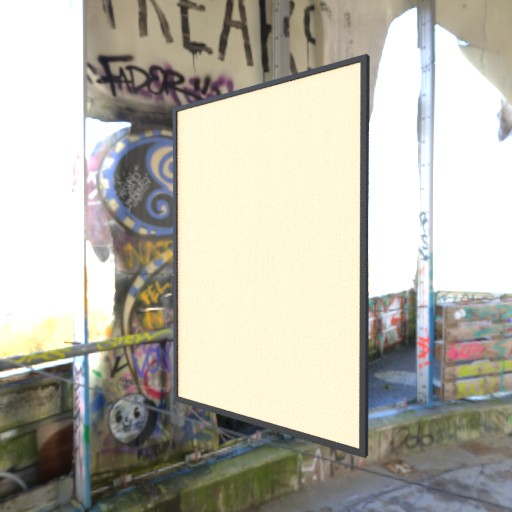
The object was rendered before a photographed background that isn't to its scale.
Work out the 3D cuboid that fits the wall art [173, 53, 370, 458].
[{"bbox_3d":[0.000,0.000,0.867,0.460,0.660,0.013,1,1,37],"label":"wall art"}]
